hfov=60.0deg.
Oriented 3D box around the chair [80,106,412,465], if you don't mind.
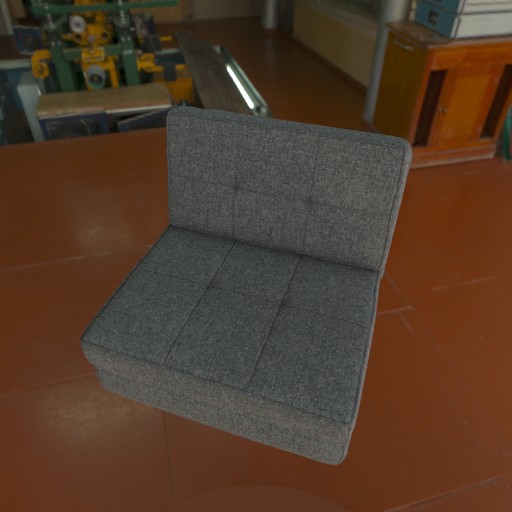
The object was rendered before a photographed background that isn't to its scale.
[{"bbox_3d":[0.000,0.000,1.294,0.740,0.615,0.800,13,43,14],"label":"chair"}]
